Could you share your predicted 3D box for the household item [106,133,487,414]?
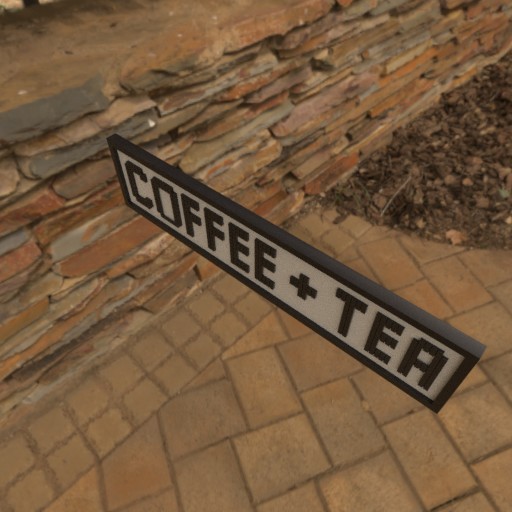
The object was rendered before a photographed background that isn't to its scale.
[{"bbox_3d":[0.000,0.000,1.048,1.001,0.236,0.030,32,56,25],"label":"household item"}]
